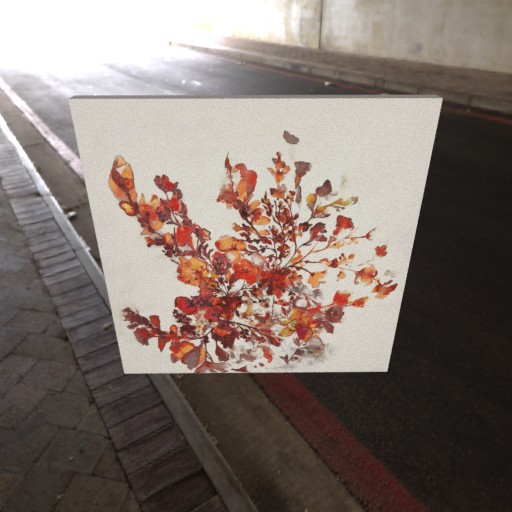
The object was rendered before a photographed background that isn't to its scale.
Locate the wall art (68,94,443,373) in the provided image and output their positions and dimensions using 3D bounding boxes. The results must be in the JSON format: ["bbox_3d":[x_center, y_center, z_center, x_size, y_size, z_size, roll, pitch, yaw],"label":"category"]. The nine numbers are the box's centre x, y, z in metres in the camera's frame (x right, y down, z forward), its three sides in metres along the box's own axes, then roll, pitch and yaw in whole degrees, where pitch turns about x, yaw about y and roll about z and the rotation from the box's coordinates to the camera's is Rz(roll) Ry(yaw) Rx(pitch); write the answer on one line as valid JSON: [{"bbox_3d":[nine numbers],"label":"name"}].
[{"bbox_3d":[0.000,0.000,1.466,1.009,1.009,0.049,0,30,-1],"label":"wall art"}]
